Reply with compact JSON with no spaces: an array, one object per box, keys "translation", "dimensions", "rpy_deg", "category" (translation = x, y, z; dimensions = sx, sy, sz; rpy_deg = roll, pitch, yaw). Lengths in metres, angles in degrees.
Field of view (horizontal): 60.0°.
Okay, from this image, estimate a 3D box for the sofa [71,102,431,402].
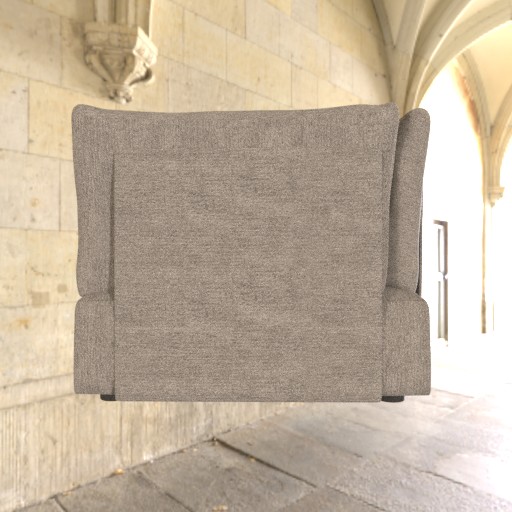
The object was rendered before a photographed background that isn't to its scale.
[{"translation":[0.000,0.000,1.655],"dimensions":[1.000,0.820,1.000],"rpy_deg":[0,0,1],"category":"sofa"}]
